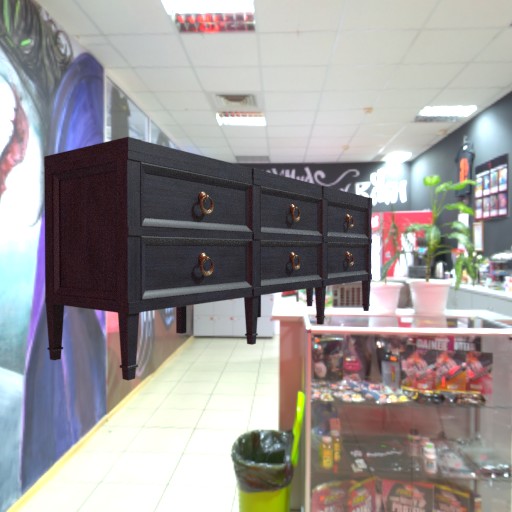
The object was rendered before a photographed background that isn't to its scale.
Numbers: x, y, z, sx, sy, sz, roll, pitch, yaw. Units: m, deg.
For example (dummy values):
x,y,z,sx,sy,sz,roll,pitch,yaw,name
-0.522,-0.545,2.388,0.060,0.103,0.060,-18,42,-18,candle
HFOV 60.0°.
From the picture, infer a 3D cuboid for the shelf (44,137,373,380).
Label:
x,y,z,sx,sy,sz,roll,pitch,yaw,name
0.000,0.000,2.181,0.471,0.715,1.878,1,1,36,shelf
